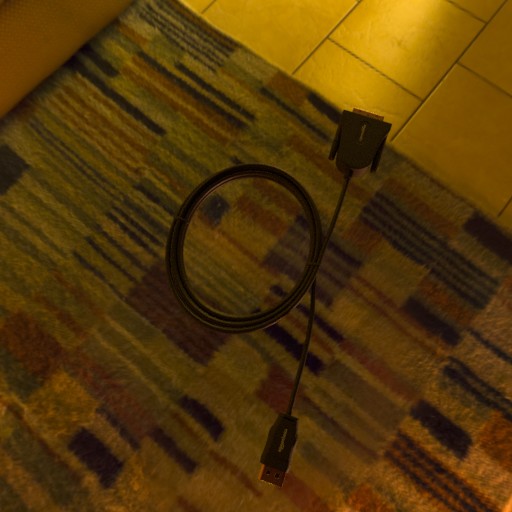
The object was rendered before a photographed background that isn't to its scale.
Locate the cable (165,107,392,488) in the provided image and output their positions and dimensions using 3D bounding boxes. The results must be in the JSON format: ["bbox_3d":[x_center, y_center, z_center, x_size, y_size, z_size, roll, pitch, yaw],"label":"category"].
[{"bbox_3d":[0.000,0.000,0.326,0.136,0.015,0.281,18,76,5],"label":"cable"}]
